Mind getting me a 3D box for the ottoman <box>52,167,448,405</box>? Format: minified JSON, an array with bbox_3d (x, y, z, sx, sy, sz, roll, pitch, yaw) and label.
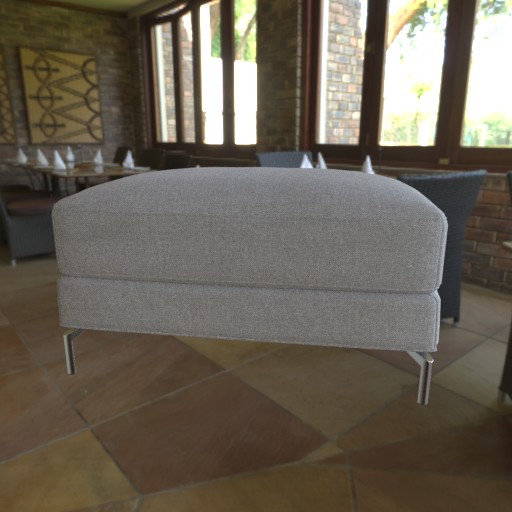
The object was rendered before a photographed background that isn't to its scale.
[{"bbox_3d":[0.000,0.000,1.179,0.838,0.457,0.584,2,15,9],"label":"ottoman"}]
